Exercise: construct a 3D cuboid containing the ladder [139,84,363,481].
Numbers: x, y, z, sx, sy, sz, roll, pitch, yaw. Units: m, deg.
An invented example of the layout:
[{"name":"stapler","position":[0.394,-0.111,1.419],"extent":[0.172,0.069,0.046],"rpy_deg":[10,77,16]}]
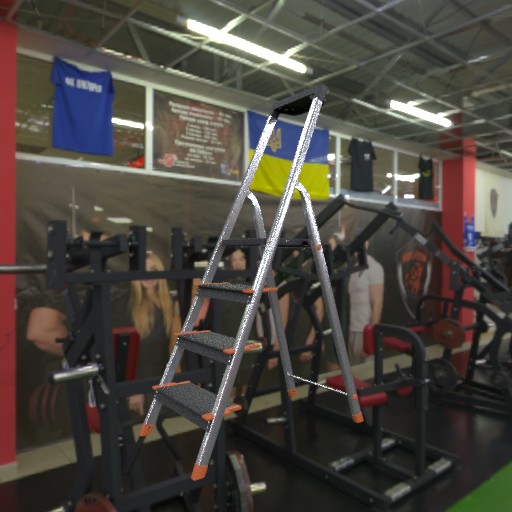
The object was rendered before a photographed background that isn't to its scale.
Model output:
[{"name":"ladder","position":[0.000,0.000,1.837],"extent":[0.834,1.429,0.452],"rpy_deg":[0,1,-37]}]
